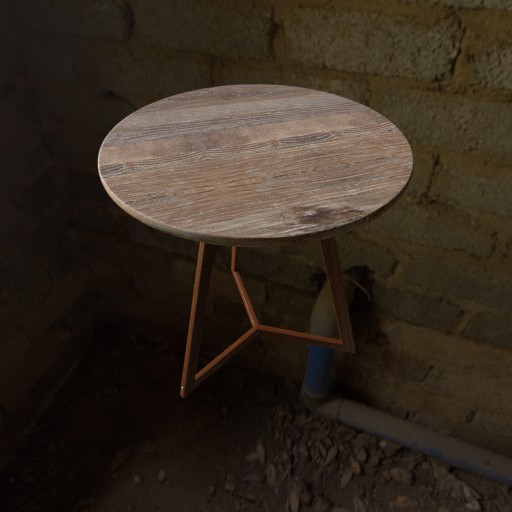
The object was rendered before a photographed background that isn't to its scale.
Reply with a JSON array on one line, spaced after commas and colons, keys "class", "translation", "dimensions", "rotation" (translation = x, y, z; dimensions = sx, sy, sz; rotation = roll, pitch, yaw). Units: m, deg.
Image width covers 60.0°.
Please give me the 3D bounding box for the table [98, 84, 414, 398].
[{"class": "table", "translation": [0.000, 0.000, 0.889], "dimensions": [0.500, 0.500, 0.500], "rotation": [0, 42, 0]}]
